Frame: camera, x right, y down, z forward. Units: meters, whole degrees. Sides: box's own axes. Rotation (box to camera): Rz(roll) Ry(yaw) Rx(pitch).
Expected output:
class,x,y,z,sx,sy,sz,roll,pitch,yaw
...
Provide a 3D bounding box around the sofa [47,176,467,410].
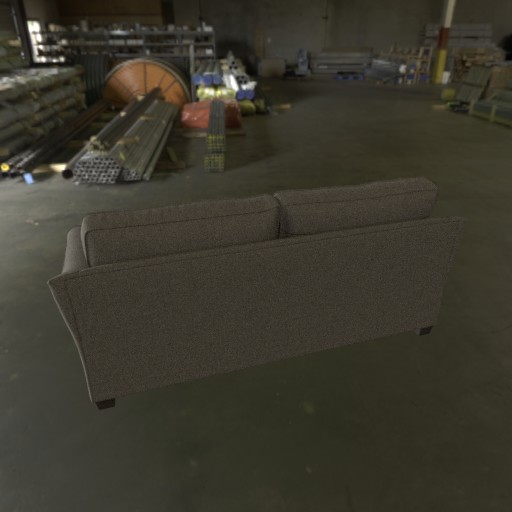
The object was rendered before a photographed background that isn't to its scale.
class,x,y,z,sx,sy,sz,roll,pitch,yaw
sofa,0.000,0.000,2.732,2.203,0.976,1.013,-9,28,-17
